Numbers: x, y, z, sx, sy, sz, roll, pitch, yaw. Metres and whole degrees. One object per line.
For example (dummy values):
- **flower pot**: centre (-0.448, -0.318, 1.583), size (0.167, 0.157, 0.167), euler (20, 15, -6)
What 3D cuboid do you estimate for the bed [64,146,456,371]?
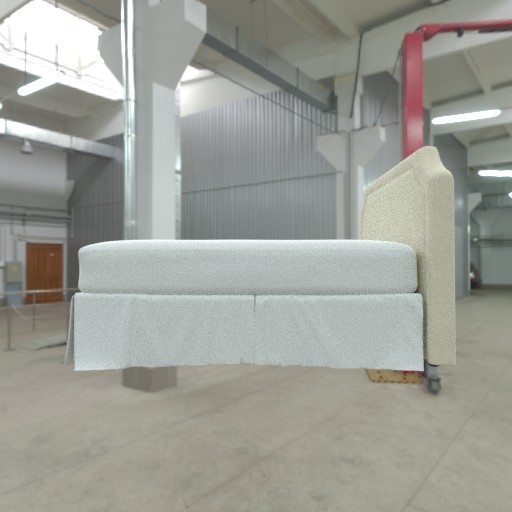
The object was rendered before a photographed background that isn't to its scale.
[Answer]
- **bed**: centre (0.000, 0.000, 3.318), size (2.209, 1.296, 1.827), euler (0, -1, 1)
